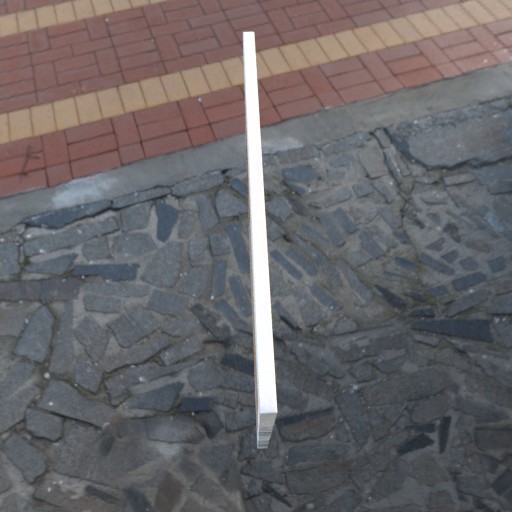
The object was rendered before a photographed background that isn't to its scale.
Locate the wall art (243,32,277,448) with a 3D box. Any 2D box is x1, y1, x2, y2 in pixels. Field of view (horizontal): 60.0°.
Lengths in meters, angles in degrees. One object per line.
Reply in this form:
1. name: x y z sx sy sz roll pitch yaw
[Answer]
1. wall art: 0.000 0.000 1.606 0.039 0.915 1.219 -2 62 -1
